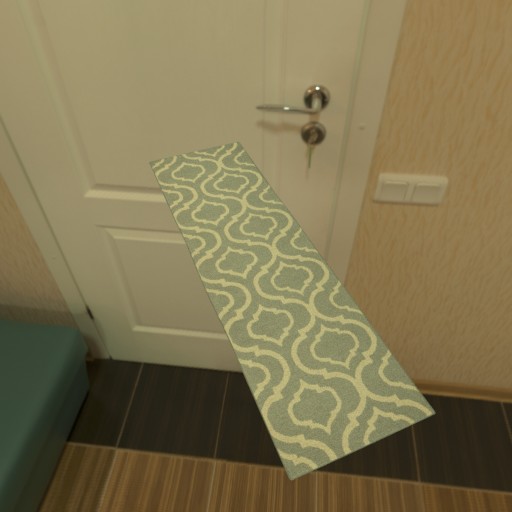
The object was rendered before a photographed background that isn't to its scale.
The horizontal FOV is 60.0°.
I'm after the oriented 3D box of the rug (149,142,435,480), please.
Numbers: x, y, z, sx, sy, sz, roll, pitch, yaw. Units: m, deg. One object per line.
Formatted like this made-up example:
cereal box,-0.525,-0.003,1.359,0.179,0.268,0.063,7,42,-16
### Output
rug,0.000,0.000,2.495,0.684,0.009,2.275,-17,49,-16
